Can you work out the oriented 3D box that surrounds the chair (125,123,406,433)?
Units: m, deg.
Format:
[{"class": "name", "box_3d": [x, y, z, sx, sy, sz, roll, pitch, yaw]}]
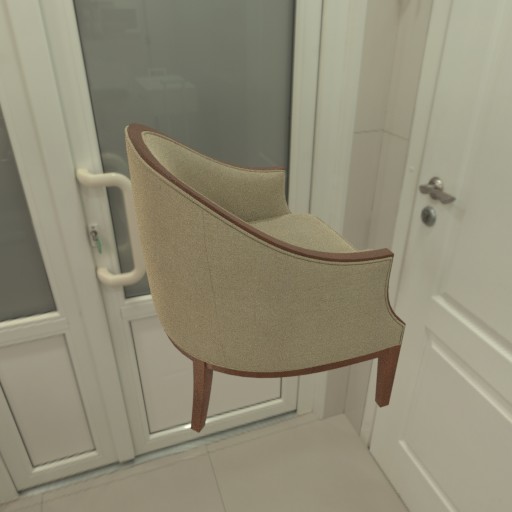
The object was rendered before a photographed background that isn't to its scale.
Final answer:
[{"class": "chair", "box_3d": [0.000, 0.000, 1.489, 0.735, 0.876, 0.803, -10, 31, -17]}]
